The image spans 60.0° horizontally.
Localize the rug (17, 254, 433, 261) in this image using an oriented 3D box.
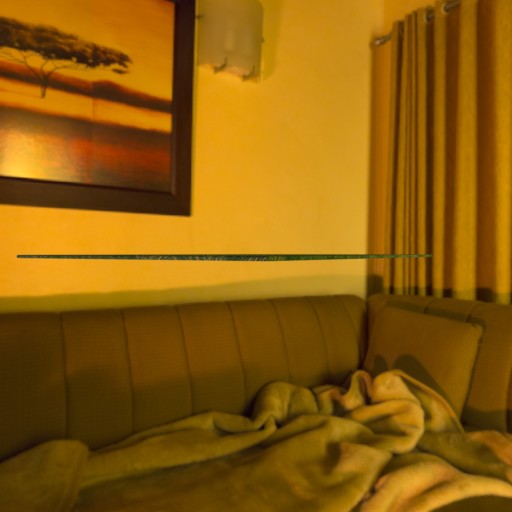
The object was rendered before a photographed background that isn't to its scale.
[{"bbox_3d":[0.000,0.000,4.151,2.405,0.027,3.217,0,0,35],"label":"rug"}]
